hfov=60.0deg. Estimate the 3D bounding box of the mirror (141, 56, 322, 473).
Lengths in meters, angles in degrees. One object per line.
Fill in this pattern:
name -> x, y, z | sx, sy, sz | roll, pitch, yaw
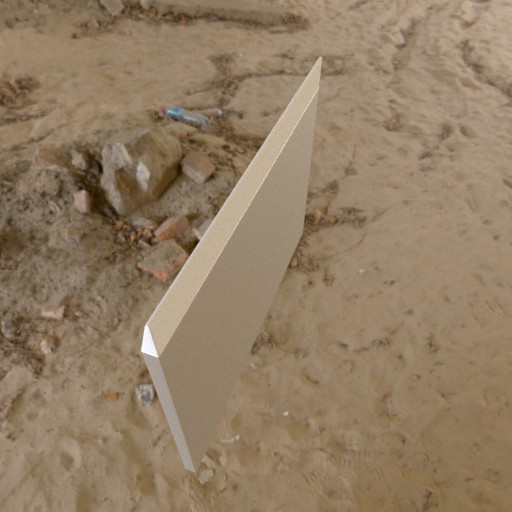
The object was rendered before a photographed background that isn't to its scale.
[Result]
mirror -> 0.000, 0.000, 1.096 | 0.030, 0.630, 0.870 | 16, 50, 14
